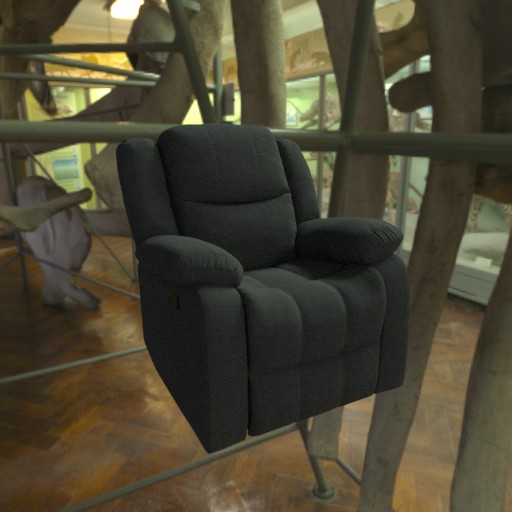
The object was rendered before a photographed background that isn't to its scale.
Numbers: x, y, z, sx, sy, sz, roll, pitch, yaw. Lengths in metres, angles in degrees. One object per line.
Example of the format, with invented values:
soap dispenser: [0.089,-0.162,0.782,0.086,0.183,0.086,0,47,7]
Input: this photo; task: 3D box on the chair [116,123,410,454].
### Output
chair: [0.000,0.000,1.741,0.899,1.008,0.944,-8,17,-27]
